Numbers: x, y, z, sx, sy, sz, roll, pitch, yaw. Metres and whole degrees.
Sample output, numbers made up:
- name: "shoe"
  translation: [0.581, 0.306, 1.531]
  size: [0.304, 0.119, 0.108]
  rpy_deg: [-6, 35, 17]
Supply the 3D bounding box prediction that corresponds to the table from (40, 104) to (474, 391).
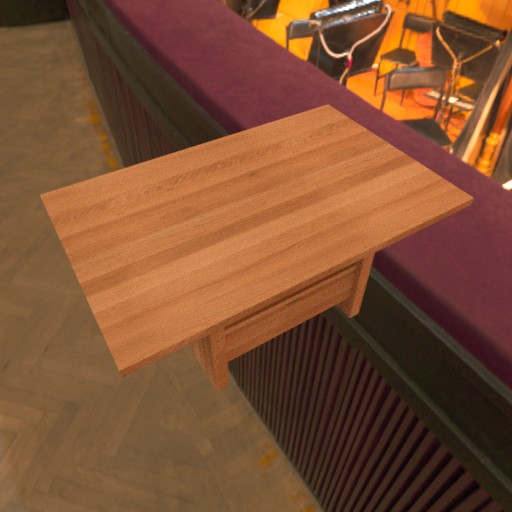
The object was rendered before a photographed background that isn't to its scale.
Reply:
- name: "table"
  translation: [0.000, 0.000, 1.511]
  size: [1.100, 0.510, 0.700]
  rpy_deg: [-24, 50, -22]
